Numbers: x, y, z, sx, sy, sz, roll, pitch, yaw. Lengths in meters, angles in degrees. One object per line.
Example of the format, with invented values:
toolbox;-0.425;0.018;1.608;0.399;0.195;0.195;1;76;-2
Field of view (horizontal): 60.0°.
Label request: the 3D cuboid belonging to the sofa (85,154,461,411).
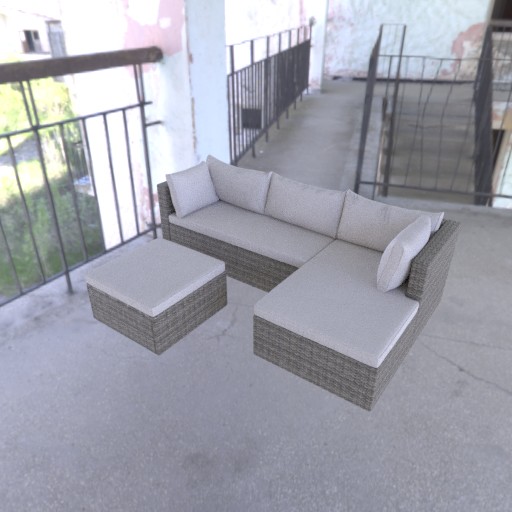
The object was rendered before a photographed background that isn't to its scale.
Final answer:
sofa;0.000;0.000;3.055;2.192;0.766;1.662;20;35;31
